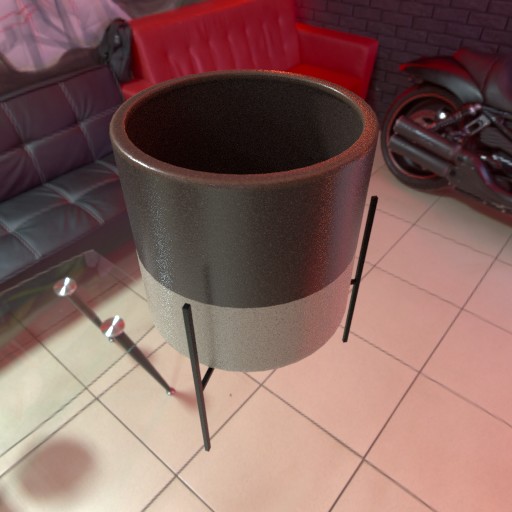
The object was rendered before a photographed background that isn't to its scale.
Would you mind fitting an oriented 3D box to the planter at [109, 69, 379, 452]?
[{"bbox_3d":[0.000,0.000,0.513,0.260,0.353,0.250,-12,43,-13],"label":"planter"}]
